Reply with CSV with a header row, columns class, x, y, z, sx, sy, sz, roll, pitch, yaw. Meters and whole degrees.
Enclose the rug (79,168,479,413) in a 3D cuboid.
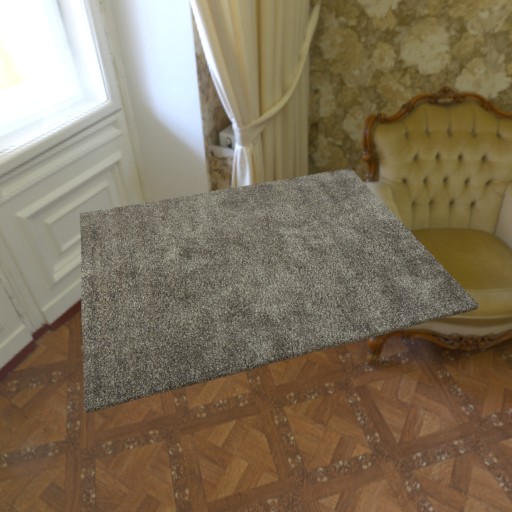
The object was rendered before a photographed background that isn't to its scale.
class,x,y,z,sx,sy,sz,roll,pitch,yaw
rug,0.000,0.000,2.121,1.601,0.025,1.198,-12,42,-13
